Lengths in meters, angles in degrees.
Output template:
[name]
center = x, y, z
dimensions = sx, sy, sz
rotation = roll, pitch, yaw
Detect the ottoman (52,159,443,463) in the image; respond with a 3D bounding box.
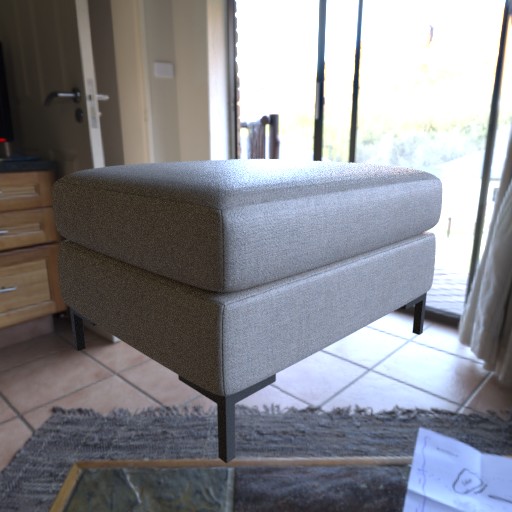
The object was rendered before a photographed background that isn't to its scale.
[ottoman]
center = 0.000, 0.000, 1.180
dimensions = 0.671, 0.490, 0.820
rotation = 14, 20, 43
